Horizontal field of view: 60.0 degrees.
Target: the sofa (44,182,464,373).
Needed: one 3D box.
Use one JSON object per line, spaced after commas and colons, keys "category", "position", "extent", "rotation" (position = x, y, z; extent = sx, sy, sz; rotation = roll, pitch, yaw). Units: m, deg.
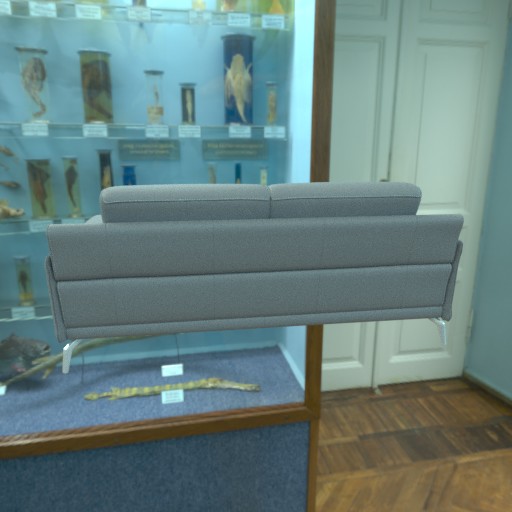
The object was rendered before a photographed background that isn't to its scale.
{"category": "sofa", "position": [0.000, 0.000, 2.593], "extent": [2.100, 0.900, 0.969], "rotation": [-2, 14, -9]}
